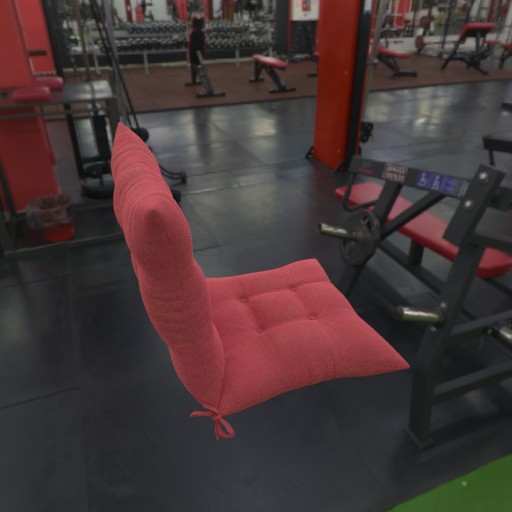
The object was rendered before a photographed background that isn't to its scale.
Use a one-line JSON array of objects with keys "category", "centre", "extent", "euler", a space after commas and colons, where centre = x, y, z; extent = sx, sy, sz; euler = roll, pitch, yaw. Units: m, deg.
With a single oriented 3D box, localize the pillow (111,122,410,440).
[{"category": "pillow", "centre": [0.000, 0.000, 1.029], "extent": [0.585, 0.536, 0.541], "euler": [-10, 32, -17]}]
